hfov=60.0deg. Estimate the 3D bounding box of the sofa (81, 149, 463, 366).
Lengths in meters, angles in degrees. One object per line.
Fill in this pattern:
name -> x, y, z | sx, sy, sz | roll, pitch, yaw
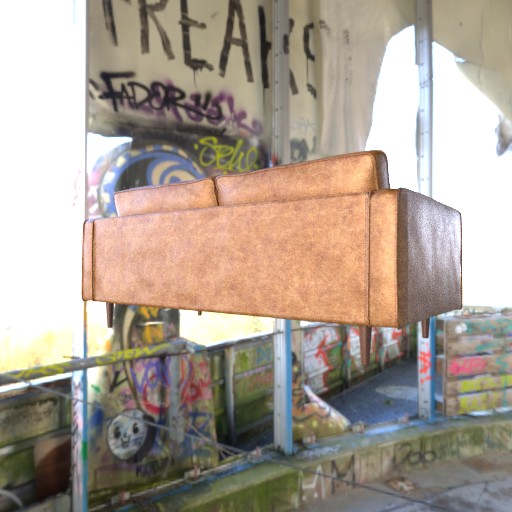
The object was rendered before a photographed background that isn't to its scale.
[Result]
sofa -> 0.000, 0.000, 2.399 | 1.920, 0.825, 0.924 | -1, -1, 37
